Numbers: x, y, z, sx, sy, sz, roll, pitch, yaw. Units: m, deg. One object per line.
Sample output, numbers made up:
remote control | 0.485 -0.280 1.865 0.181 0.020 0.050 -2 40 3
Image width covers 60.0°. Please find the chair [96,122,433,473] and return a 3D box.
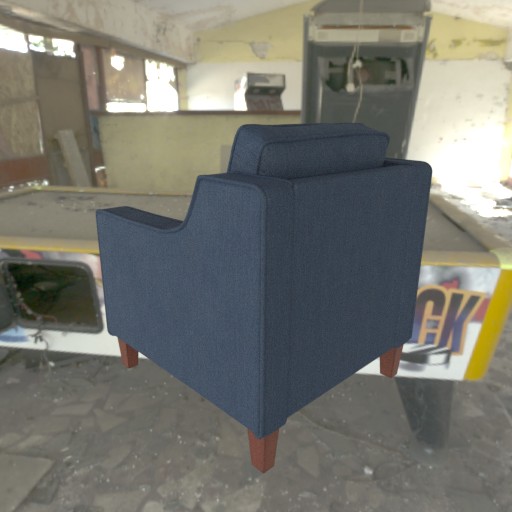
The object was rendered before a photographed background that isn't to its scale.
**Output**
chair | 0.000 0.000 1.665 0.831 0.960 0.909 -16 23 -42
